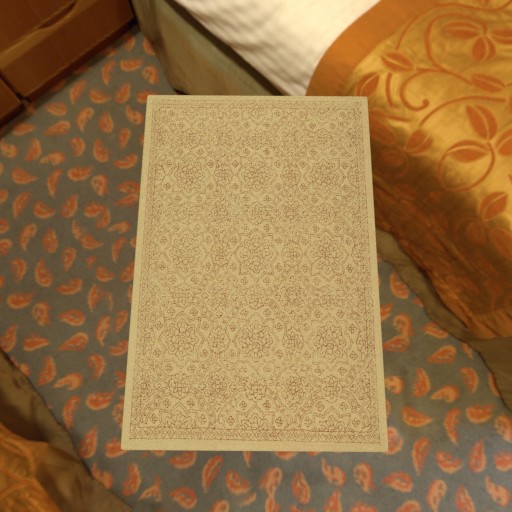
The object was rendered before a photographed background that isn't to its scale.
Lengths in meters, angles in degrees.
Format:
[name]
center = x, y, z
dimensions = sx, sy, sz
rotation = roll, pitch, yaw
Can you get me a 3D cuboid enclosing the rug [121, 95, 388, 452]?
[rug]
center = 0.000, 0.000, 2.238
dimensions = 1.219, 0.010, 1.829
rotation = 0, 76, 0
